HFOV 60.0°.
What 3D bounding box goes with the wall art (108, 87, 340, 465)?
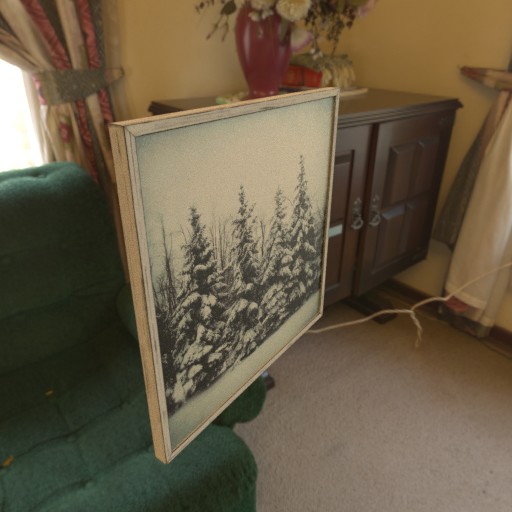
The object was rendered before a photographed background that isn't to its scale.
[{"bbox_3d":[0.000,0.000,1.143,0.037,0.761,0.761,17,31,32],"label":"wall art"}]
